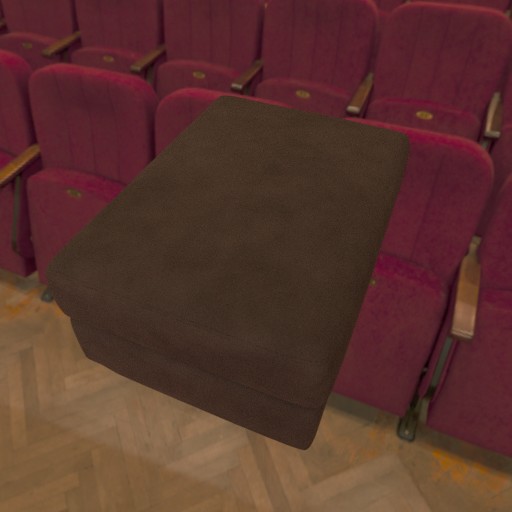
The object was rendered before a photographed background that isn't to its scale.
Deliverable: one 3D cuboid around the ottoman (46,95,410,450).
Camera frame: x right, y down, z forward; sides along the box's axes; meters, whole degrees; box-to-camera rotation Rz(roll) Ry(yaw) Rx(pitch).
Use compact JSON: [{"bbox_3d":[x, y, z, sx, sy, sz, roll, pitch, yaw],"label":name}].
[{"bbox_3d":[0.000,0.000,1.116,0.574,0.497,0.773,17,48,16],"label":"ottoman"}]
